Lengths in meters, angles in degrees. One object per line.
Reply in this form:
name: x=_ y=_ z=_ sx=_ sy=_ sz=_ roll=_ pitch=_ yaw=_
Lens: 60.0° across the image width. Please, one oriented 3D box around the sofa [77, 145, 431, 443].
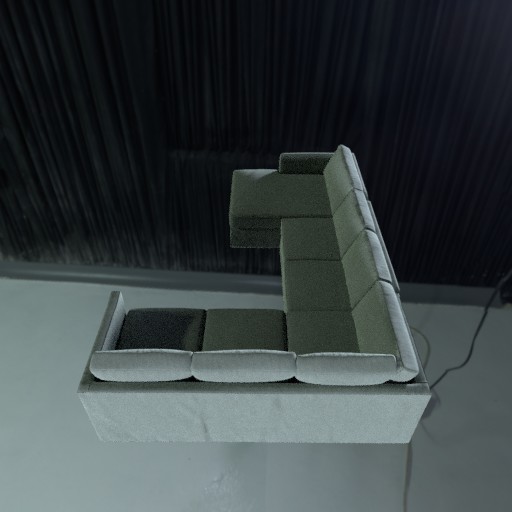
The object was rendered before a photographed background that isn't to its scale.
sofa: x=0.000 y=0.000 z=4.453 sx=2.440 sy=0.869 sz=3.434 roll=0 pitch=41 yaw=0
